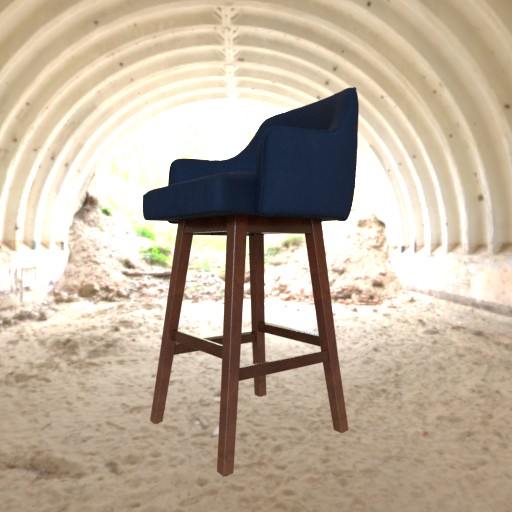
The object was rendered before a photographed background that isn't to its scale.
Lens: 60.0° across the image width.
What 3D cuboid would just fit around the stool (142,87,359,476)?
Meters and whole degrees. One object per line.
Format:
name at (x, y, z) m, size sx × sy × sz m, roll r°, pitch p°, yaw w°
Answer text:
stool at (0.000, 0.000, 1.363) m, size 0.560 × 1.041 × 0.550 m, roll -1°, pitch 2°, yaw -37°
